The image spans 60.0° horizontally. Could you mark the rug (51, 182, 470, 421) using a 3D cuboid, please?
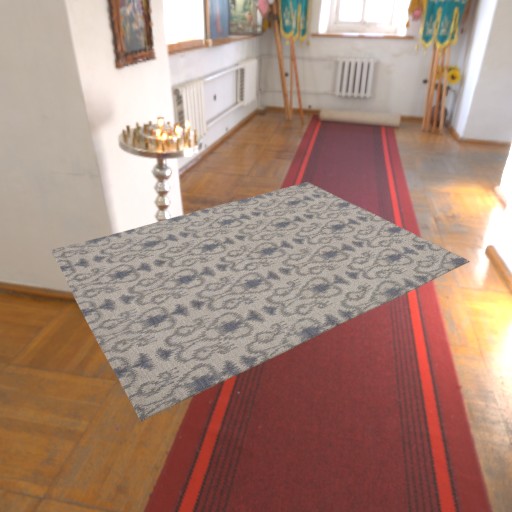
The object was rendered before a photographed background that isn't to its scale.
[{"bbox_3d":[0.000,0.000,2.955,2.261,0.013,1.676,-19,36,-28],"label":"rug"}]
